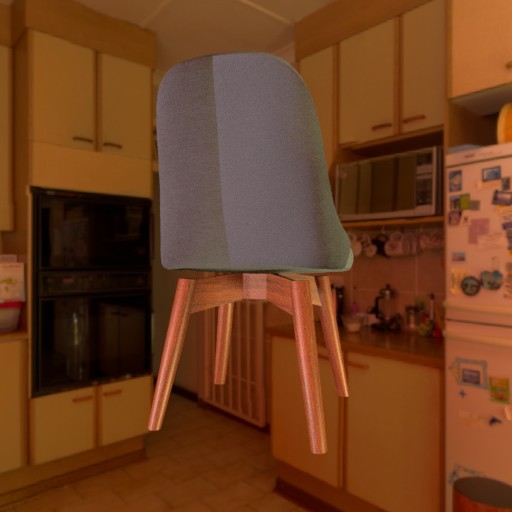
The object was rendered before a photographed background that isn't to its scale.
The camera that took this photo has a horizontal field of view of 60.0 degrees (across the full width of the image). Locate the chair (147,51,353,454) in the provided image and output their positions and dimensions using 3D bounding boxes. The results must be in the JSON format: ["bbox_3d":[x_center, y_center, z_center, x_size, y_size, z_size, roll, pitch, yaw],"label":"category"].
[{"bbox_3d":[0.000,0.000,1.241,0.503,0.882,0.589,0,0,18],"label":"chair"}]
